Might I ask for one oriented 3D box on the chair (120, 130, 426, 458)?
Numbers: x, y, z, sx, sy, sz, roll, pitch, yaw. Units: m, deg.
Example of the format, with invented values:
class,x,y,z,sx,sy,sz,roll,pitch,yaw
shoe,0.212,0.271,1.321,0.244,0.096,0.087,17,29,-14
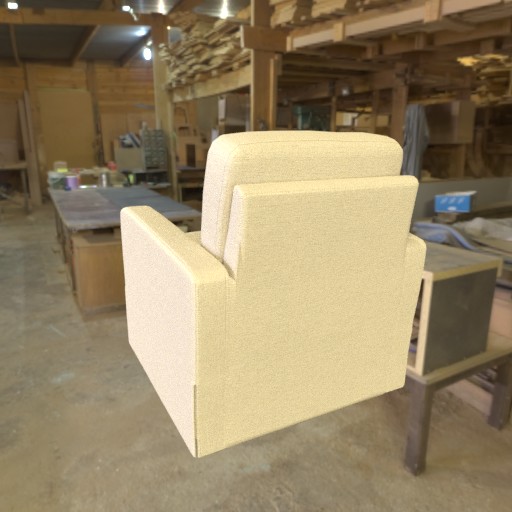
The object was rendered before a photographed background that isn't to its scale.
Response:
class,x,y,z,sx,sy,sz,roll,pitch,yaw
chair,0.000,0.000,1.530,0.755,0.827,0.888,-8,17,-27
